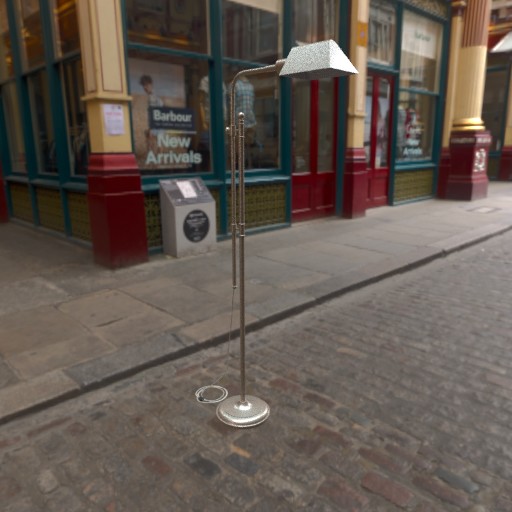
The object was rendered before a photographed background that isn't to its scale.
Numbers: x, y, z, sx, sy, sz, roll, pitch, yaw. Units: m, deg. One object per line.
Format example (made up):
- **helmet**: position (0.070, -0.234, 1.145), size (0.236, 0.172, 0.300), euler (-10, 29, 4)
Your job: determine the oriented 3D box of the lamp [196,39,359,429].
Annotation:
- **lamp**: position (0.000, 0.000, 1.870), size (0.256, 1.571, 0.813), euler (-13, 19, -43)
